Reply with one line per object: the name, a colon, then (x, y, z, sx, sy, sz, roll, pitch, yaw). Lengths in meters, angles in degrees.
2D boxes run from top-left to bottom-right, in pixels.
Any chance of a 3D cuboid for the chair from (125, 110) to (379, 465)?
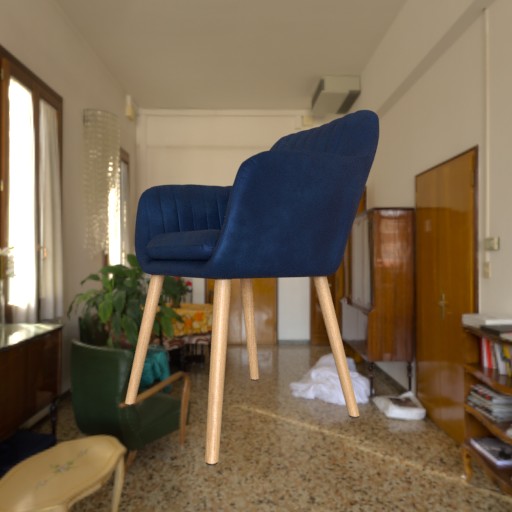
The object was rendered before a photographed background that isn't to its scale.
chair: (0.000, 0.000, 1.223, 0.573, 0.826, 0.578, 0, 0, -37)
